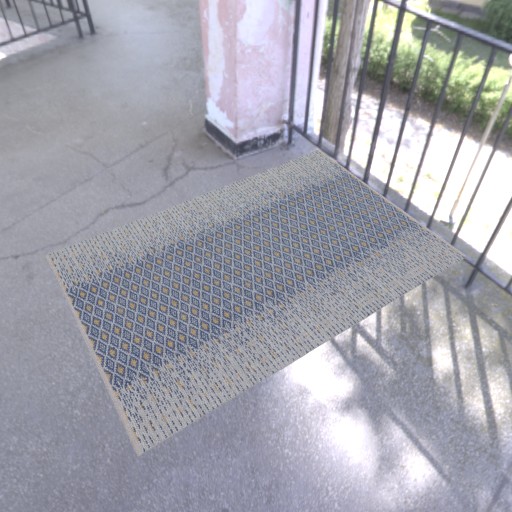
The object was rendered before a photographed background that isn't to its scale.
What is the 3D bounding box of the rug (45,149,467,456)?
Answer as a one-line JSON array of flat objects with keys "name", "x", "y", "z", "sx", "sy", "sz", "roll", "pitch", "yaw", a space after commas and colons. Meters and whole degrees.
[{"name": "rug", "x": 0.000, "y": 0.000, "z": 2.306, "sx": 1.828, "sy": 0.005, "sz": 1.219, "roll": -25, "pitch": 51, "yaw": -23}]
